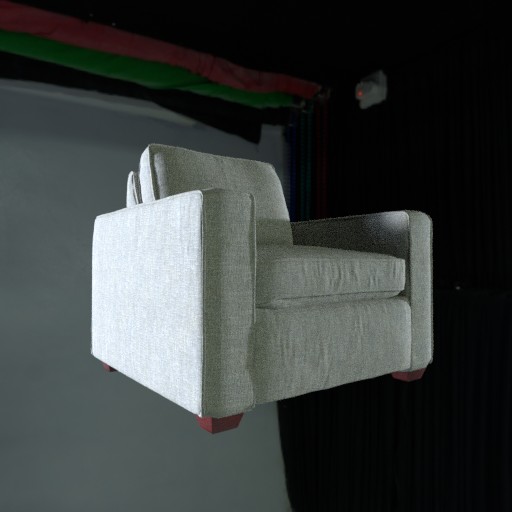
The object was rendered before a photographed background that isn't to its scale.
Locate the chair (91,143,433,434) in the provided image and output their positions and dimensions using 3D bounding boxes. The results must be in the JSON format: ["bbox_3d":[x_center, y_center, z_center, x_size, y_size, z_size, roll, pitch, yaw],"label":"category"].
[{"bbox_3d":[0.000,0.000,1.724,1.016,0.914,0.940,1,-1,-37],"label":"chair"}]
